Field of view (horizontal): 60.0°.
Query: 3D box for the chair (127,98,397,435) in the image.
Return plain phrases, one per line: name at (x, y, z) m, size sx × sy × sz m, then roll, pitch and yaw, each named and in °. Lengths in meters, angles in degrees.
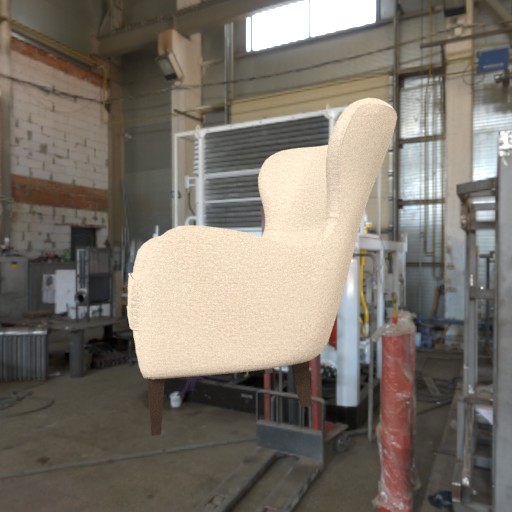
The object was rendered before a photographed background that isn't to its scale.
chair at (0.000, 0.000, 1.768) m, size 0.984 × 1.064 × 0.861 m, roll 0°, pitch 0°, yaw -17°
